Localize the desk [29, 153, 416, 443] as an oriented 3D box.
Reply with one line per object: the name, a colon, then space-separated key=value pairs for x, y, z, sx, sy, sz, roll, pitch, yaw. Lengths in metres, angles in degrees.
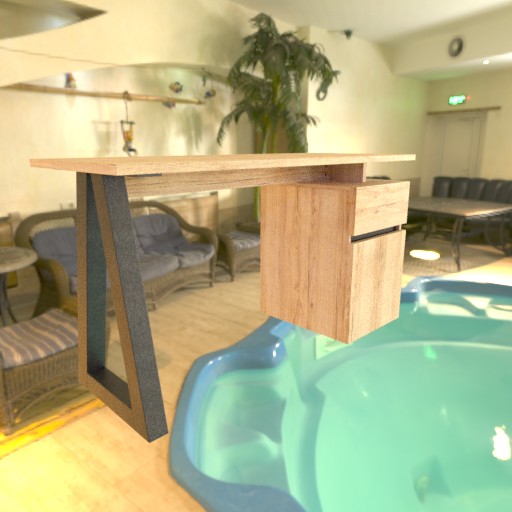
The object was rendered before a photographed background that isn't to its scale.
desk: x=0.000 y=0.000 z=1.731 sx=1.400 sy=0.760 sz=0.550 roll=-13 pitch=19 yaw=-43
